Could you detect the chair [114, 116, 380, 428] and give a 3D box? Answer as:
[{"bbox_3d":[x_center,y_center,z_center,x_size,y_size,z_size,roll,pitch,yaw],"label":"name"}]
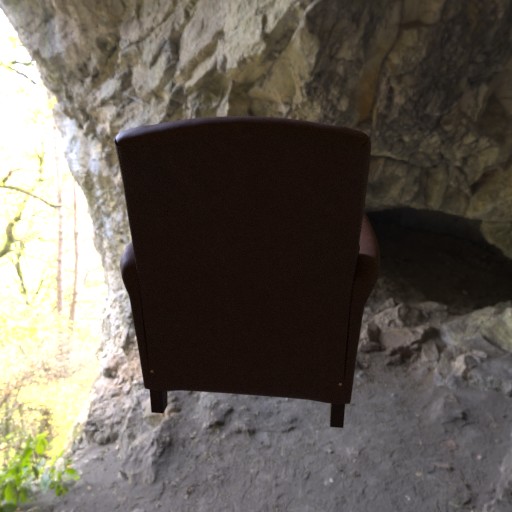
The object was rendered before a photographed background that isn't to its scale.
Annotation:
[{"bbox_3d":[0.000,0.000,1.788,0.978,1.061,0.902,2,17,7],"label":"chair"}]
